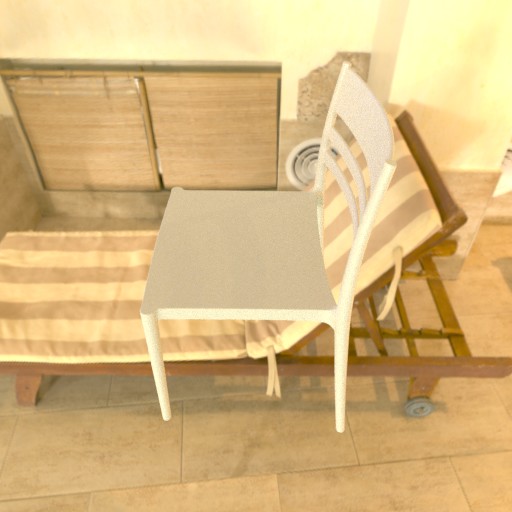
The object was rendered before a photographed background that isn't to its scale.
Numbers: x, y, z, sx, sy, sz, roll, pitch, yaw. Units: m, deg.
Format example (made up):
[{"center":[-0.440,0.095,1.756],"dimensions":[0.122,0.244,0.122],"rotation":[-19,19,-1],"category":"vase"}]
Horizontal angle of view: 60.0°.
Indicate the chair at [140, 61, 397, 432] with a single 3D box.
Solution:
[{"center":[0.000,0.000,1.121],"dimensions":[0.511,0.800,0.531],"rotation":[0,42,0],"category":"chair"}]
